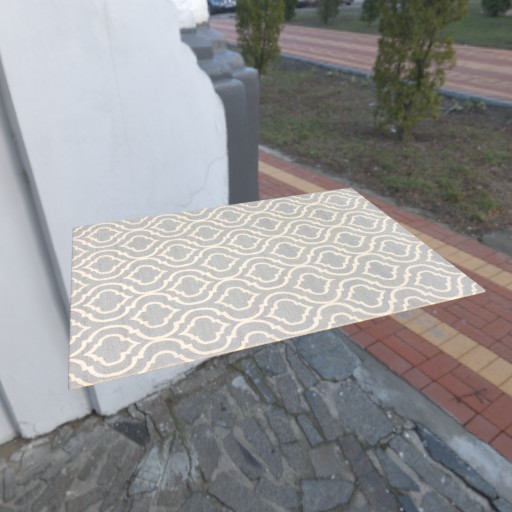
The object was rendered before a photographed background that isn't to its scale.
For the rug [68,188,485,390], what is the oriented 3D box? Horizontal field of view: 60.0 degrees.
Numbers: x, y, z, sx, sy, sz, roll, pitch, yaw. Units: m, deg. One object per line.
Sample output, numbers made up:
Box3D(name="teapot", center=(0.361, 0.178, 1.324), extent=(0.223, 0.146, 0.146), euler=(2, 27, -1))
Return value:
Box3D(name="rug", center=(0.000, 0.000, 2.644), extent=(2.080, 0.010, 1.451), euler=(-10, 33, -16))
